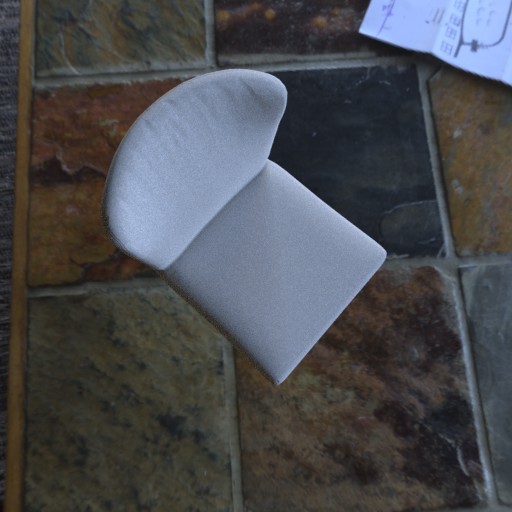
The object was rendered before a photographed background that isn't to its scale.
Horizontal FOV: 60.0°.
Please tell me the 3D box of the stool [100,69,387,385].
[{"bbox_3d":[0.000,0.000,1.284,0.568,0.968,0.479,41,80,9],"label":"stool"}]
